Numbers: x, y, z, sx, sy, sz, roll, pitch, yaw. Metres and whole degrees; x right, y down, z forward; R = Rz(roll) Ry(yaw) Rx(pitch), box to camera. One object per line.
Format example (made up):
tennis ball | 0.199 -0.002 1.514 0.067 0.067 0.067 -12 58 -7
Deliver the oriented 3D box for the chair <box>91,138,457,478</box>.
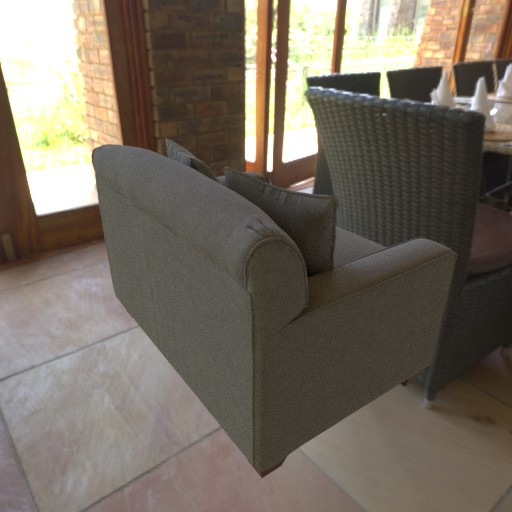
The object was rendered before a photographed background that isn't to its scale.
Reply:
chair | 0.000 0.000 2.021 0.992 0.953 1.395 -18 31 -31
